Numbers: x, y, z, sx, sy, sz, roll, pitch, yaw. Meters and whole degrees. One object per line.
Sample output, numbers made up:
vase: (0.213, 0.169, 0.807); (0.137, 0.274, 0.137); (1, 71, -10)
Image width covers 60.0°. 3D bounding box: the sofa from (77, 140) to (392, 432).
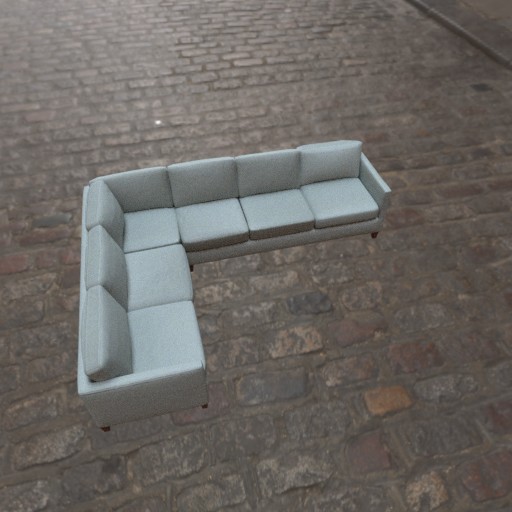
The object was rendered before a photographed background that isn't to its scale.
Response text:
sofa: (0.000, 0.000, 4.471); (3.301, 0.947, 2.592); (-10, 47, -10)
